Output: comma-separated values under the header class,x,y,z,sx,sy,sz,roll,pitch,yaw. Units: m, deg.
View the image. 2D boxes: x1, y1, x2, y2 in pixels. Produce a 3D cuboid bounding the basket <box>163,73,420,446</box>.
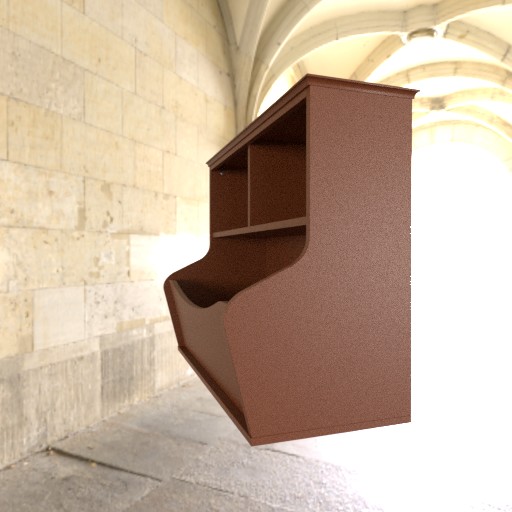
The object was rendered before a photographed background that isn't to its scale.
class,x,y,z,sx,sy,sz,roll,pitch,yaw
basket,0.000,0.000,1.142,0.376,0.625,0.792,0,0,-19
